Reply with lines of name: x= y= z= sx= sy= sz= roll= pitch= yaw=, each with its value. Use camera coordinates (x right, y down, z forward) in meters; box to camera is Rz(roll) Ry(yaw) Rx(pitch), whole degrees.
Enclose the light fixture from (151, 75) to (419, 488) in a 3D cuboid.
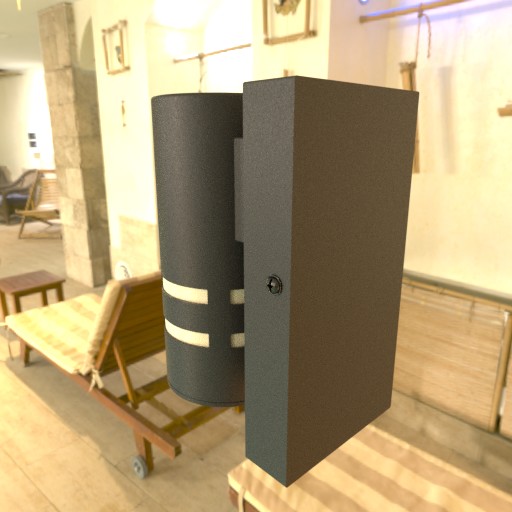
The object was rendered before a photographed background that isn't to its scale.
light fixture: x=0.000 y=0.000 z=0.261 sx=0.098 sy=0.179 sz=0.138 roll=-14 pitch=21 yaw=-42
